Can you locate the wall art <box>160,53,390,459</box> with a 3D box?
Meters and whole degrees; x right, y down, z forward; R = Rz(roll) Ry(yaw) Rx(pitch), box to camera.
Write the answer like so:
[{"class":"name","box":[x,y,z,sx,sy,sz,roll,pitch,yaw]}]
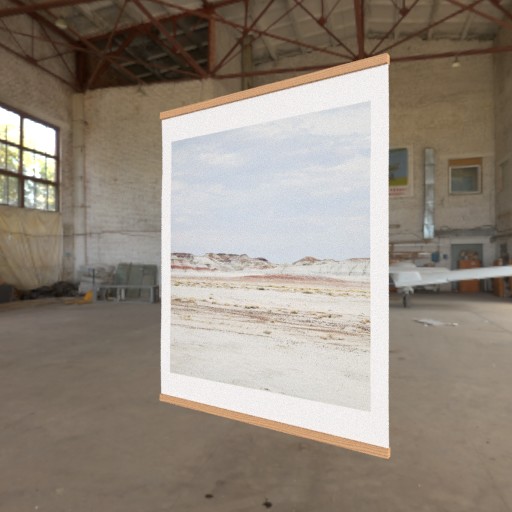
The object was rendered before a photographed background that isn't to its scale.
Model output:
[{"class":"wall art","box":[0.000,0.000,0.671,0.404,0.507,0.010,0,0,34]}]
